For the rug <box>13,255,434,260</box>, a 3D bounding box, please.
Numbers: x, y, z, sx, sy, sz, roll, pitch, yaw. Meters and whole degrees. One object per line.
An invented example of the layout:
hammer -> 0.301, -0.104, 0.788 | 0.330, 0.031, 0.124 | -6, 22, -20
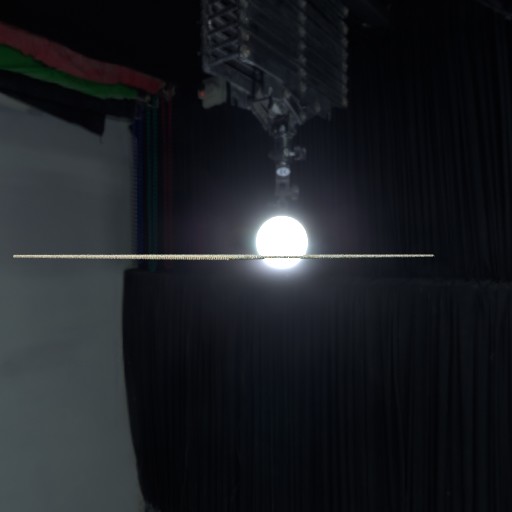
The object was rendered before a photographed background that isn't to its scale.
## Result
rug -> 0.000, 0.000, 2.252 | 1.240, 0.010, 1.824 | 0, 0, 38
